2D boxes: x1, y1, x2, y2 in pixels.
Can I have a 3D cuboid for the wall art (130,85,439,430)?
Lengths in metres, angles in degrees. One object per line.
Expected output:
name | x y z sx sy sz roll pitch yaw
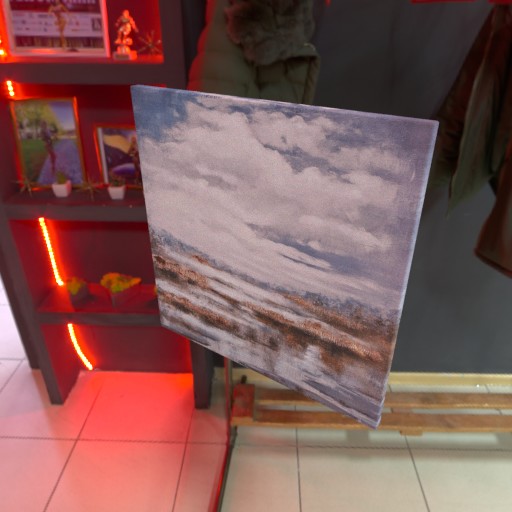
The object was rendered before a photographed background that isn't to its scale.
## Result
wall art | 0.000 0.000 1.516 1.010 1.020 0.040 18 34 30
